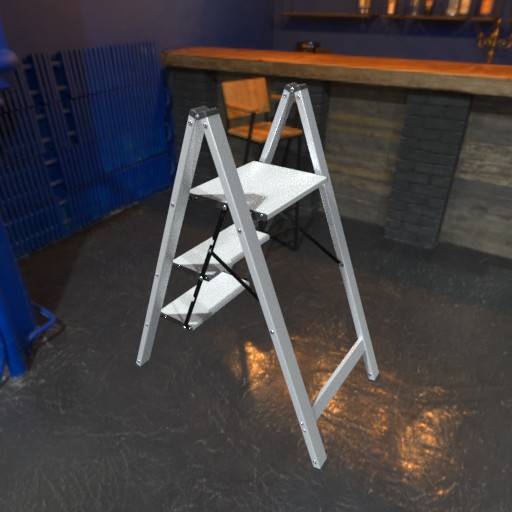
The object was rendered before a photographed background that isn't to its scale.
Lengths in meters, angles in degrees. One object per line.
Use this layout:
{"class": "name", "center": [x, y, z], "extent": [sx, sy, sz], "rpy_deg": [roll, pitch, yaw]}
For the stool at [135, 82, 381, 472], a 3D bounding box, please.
{"class": "stool", "center": [0.000, 0.000, 1.301], "extent": [0.730, 0.902, 0.441], "rpy_deg": [19, 35, 29]}
